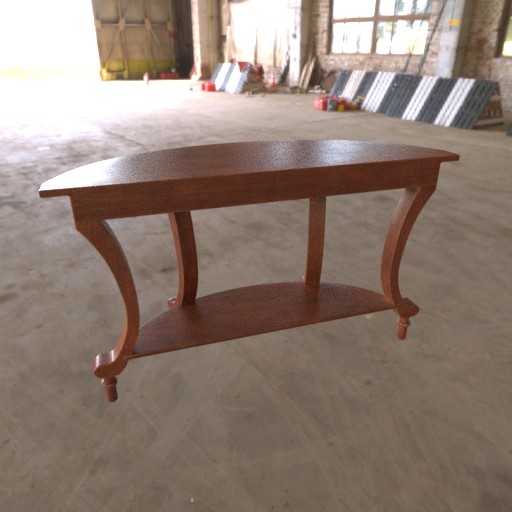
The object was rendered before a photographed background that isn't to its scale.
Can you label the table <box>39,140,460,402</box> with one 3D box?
[{"bbox_3d":[0.000,0.000,1.525,1.198,0.699,0.394,-8,27,-16],"label":"table"}]
